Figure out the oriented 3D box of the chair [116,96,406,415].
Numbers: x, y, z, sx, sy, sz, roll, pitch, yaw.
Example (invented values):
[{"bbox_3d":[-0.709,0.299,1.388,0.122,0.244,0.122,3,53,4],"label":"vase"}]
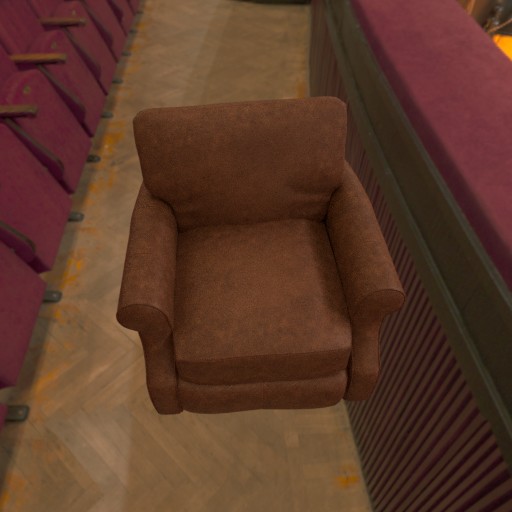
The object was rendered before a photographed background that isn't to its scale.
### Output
[{"bbox_3d":[0.000,0.000,1.784,0.996,0.976,1.002,-3,46,-3],"label":"chair"}]
